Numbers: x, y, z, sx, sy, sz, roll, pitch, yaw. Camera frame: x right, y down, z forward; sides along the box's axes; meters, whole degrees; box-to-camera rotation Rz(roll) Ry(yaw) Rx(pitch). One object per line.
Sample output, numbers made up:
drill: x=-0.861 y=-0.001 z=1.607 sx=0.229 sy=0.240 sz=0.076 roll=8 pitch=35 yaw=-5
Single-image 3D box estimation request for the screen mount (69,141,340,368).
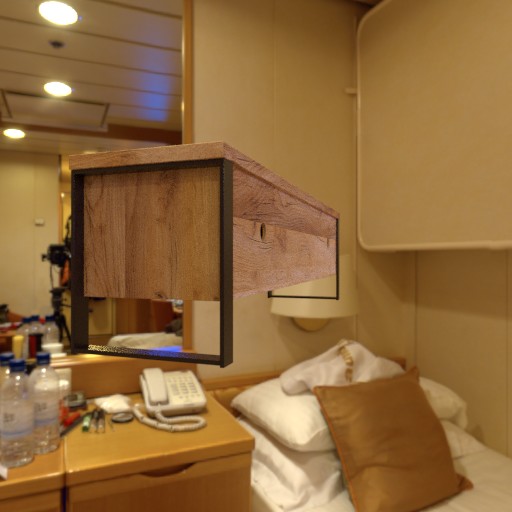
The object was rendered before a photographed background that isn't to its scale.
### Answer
screen mount: x=0.000 y=0.000 z=1.658 sx=0.395 sy=0.450 sz=1.524 roll=0 pitch=0 yaw=19
